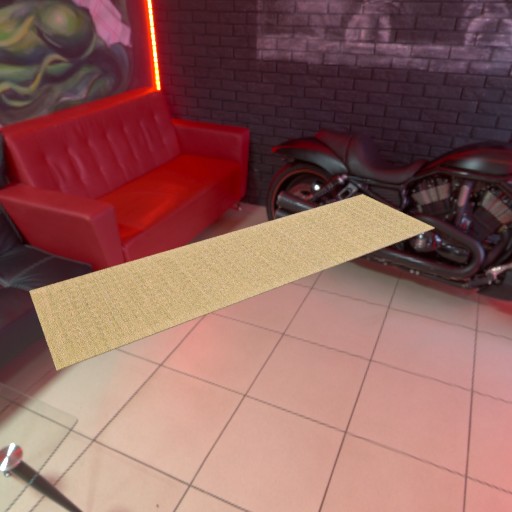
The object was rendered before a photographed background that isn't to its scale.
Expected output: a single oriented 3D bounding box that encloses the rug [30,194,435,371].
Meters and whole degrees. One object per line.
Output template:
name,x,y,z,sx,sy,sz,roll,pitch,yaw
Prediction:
rug,0.000,0.000,2.686,2.437,0.006,0.686,-18,35,-28
